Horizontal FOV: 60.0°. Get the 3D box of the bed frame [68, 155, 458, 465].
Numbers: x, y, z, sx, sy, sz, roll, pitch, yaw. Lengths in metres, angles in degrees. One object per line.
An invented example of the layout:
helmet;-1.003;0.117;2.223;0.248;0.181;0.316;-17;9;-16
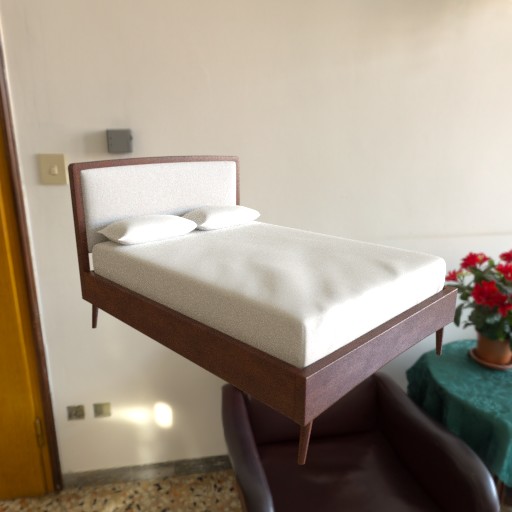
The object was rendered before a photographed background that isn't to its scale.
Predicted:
bed frame;0.000;0.000;3.076;1.587;1.279;2.171;-15;21;-43
